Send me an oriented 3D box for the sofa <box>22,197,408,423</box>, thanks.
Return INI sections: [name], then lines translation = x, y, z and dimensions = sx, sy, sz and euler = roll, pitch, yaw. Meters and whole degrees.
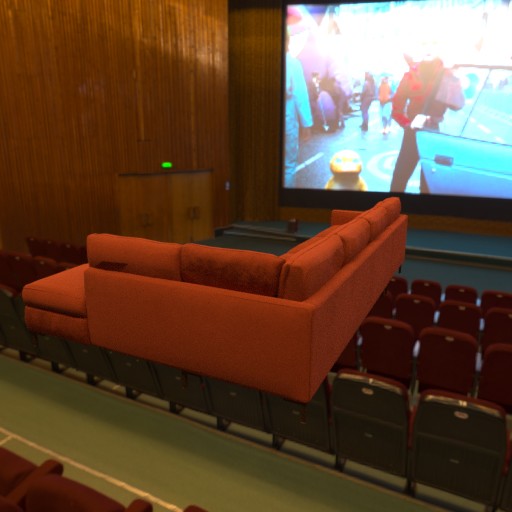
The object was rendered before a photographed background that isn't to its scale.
[sofa]
translation = 0.000, 0.000, 3.476
dimensions = 1.879, 0.757, 2.736
euler = 7, 17, 26
